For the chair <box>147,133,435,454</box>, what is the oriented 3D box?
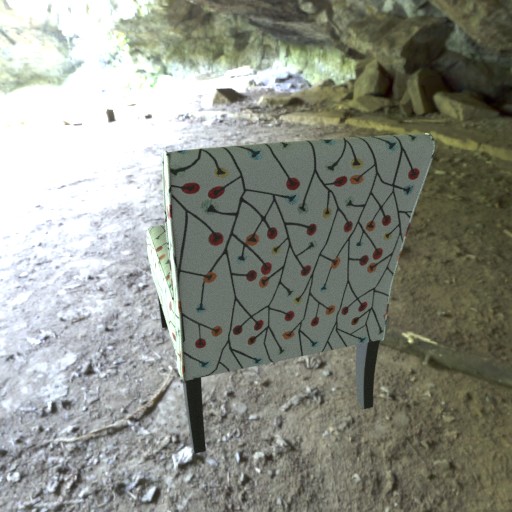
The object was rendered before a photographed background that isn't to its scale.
[{"bbox_3d":[0.000,0.000,1.337,0.597,0.813,0.732,-8,27,-16],"label":"chair"}]
